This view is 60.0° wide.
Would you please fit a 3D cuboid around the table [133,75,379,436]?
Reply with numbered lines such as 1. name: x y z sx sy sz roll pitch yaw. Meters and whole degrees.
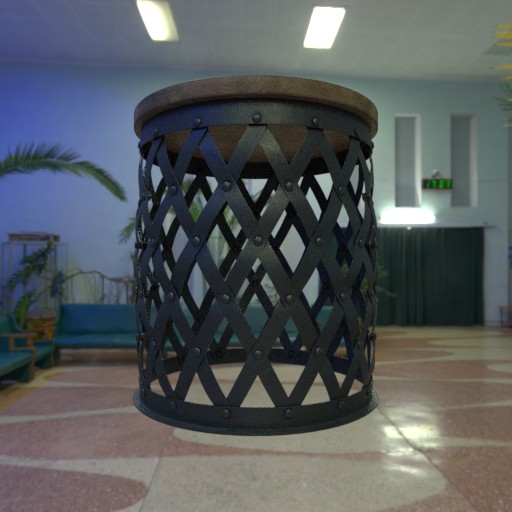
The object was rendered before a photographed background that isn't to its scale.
1. table: 0.000 0.000 0.758 0.405 0.454 0.405 0 -1 0
